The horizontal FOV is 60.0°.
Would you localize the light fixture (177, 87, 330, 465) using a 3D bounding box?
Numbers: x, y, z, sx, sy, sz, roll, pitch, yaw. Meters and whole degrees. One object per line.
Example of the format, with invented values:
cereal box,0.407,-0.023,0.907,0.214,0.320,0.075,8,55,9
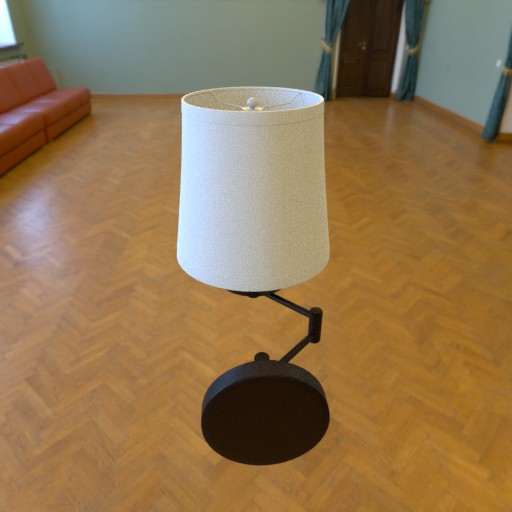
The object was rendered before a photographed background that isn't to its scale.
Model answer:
light fixture,0.000,0.000,0.265,0.100,0.172,0.157,-2,29,-3
